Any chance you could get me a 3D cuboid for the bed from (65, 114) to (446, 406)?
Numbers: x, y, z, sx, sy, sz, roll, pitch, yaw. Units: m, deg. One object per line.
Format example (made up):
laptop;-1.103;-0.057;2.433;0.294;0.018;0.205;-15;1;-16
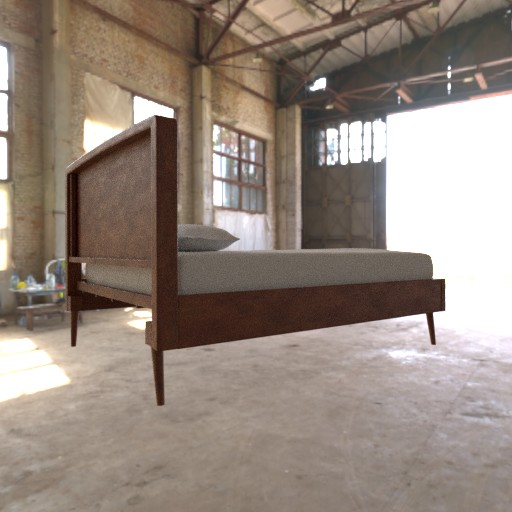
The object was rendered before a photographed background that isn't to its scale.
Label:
bed;0.000;0.000;3.155;2.196;1.275;1.587;0;1;-36
